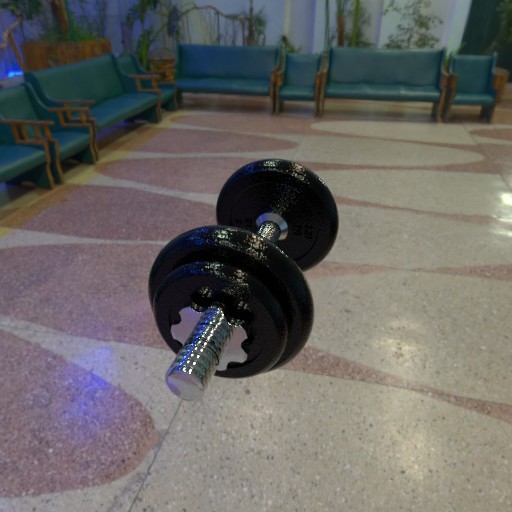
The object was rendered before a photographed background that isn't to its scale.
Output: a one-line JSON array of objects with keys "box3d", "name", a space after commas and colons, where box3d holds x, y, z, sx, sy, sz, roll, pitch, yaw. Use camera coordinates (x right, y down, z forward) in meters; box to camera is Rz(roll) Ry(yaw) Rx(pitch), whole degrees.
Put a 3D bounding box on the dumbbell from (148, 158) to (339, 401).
[{"box3d": [0.000, 0.000, 0.618, 0.202, 0.202, 0.497, 8, 32, 14], "name": "dumbbell"}]
